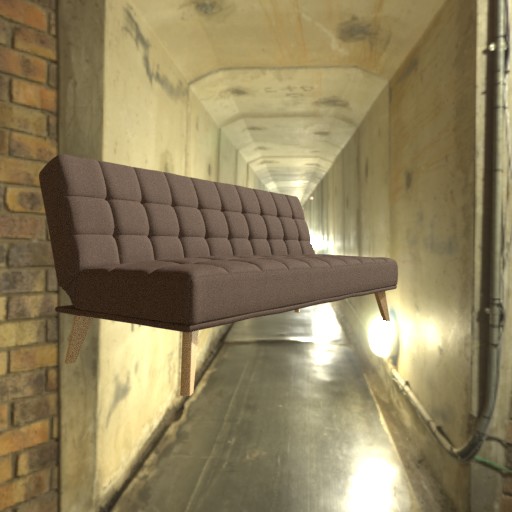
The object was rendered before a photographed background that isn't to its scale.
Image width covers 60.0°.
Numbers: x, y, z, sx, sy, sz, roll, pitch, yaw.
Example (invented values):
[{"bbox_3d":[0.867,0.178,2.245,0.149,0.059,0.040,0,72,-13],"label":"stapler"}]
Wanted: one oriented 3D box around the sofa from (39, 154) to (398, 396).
[{"bbox_3d":[0.000,0.000,2.245,0.860,0.810,1.800,1,1,36],"label":"sofa"}]
